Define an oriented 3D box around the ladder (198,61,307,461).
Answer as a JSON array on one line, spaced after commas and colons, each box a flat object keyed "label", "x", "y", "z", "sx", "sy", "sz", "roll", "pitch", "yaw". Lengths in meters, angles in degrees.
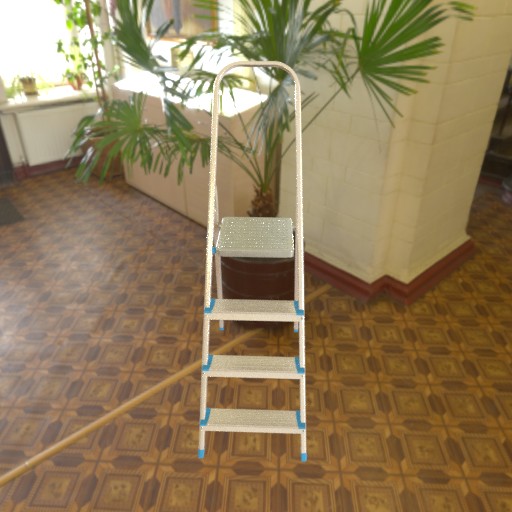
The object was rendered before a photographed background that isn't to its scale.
[{"label": "ladder", "x": 0.000, "y": 0.000, "z": 1.803, "sx": 0.445, "sy": 1.434, "sz": 0.842, "roll": 1, "pitch": 31, "yaw": 2}]
